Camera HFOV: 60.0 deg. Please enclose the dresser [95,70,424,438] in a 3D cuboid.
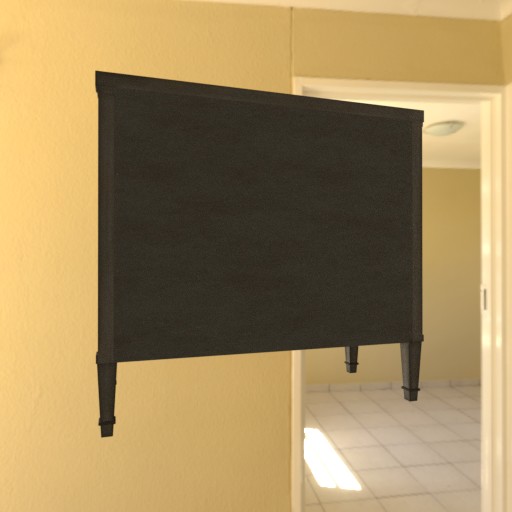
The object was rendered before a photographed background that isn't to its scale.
[{"bbox_3d":[0.000,0.000,1.559,1.049,0.986,0.463,0,0,-18],"label":"dresser"}]
